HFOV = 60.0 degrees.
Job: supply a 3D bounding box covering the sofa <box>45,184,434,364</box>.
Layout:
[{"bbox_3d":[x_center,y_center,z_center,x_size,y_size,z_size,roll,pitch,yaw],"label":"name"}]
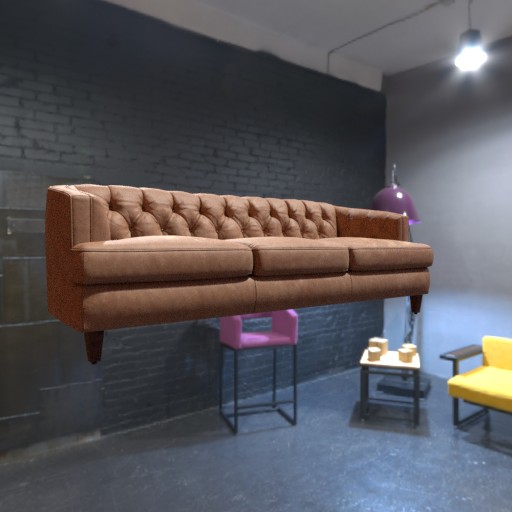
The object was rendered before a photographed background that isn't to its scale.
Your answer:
[{"bbox_3d":[0.000,0.000,2.617,2.257,0.791,0.922,-1,2,-36],"label":"sofa"}]
